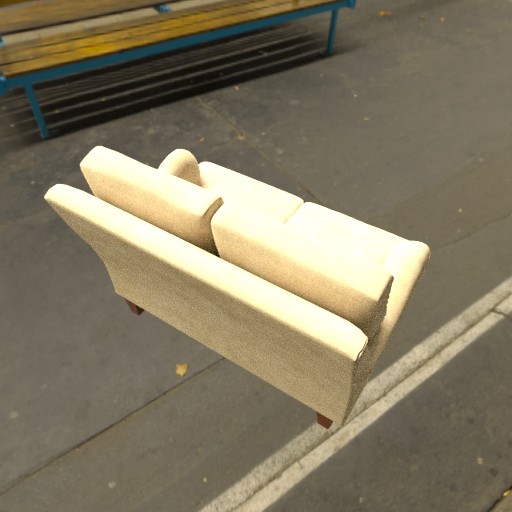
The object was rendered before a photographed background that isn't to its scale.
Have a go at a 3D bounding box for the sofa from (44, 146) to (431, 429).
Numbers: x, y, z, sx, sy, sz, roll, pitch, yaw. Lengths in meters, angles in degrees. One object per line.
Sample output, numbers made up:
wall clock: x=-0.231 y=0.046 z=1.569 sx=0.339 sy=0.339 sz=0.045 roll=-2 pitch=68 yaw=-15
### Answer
sofa: x=0.000 y=0.000 z=2.219 sx=1.498 sy=1.087 sz=1.086 roll=25 pitch=52 yaw=22
